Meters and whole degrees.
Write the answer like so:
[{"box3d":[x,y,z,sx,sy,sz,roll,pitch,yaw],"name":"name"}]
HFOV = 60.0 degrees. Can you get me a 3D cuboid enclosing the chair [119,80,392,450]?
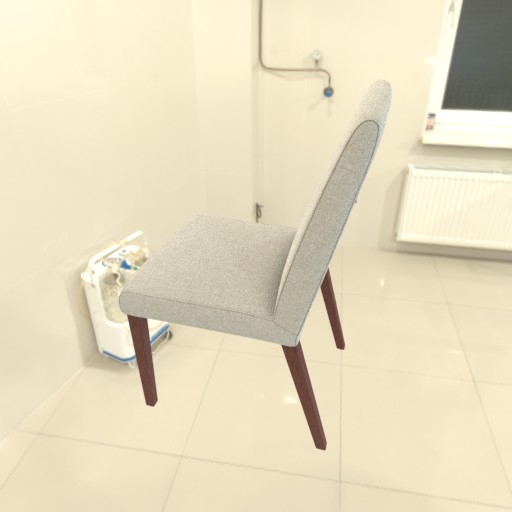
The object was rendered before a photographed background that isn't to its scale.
[{"box3d":[0.000,0.000,1.221,0.594,0.900,0.480,9,31,14],"name":"chair"}]
